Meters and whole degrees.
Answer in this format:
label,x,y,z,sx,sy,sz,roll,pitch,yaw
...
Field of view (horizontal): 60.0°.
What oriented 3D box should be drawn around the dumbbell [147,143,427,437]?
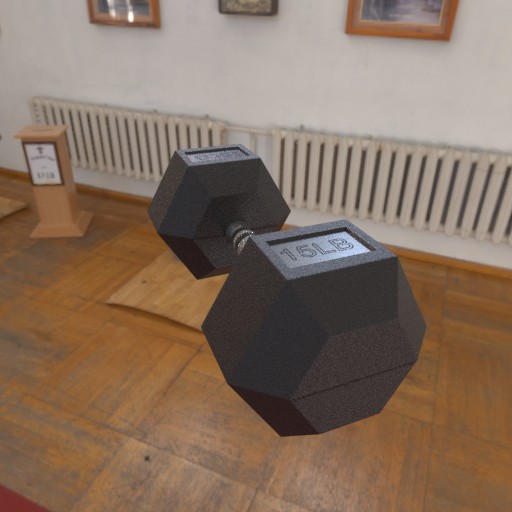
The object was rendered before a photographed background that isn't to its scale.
label,x,y,z,sx,sy,sz,roll,pitch,yaw
dumbbell,0.000,0.000,0.330,0.122,0.106,0.271,-11,31,-19
